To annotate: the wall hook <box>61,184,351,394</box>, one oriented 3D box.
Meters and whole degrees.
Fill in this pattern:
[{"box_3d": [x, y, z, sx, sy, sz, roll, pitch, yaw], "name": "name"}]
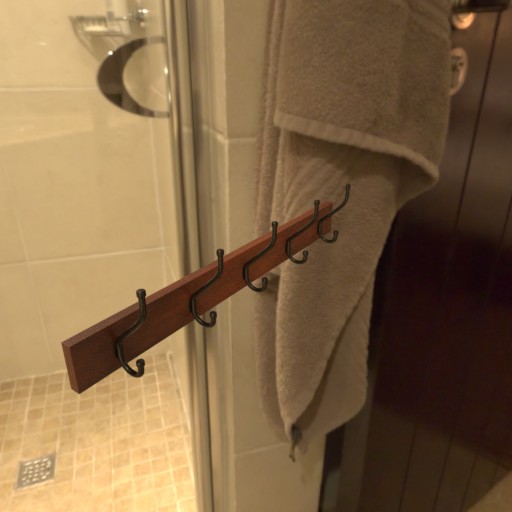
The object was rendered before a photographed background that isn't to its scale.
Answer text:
[{"box_3d": [0.000, 0.000, 0.636, 0.071, 0.117, 0.571, 17, 29, 32], "name": "wall hook"}]
